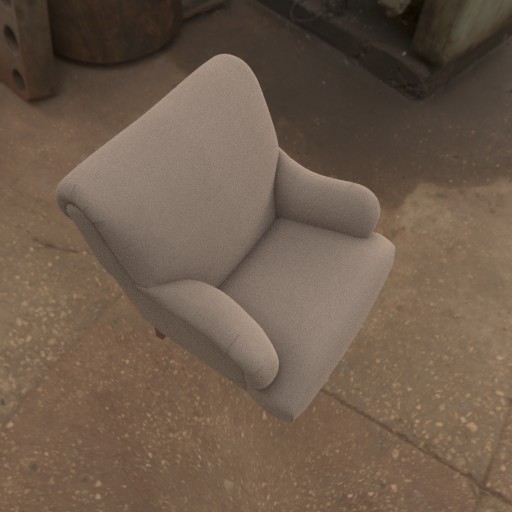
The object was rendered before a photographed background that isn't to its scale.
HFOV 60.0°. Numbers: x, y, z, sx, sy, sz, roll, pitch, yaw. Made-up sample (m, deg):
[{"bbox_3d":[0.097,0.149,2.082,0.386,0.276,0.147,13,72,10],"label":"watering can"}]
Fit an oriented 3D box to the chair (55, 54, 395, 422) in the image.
[{"bbox_3d":[0.000,0.000,1.547,0.842,0.942,0.766,30,62,18],"label":"chair"}]
